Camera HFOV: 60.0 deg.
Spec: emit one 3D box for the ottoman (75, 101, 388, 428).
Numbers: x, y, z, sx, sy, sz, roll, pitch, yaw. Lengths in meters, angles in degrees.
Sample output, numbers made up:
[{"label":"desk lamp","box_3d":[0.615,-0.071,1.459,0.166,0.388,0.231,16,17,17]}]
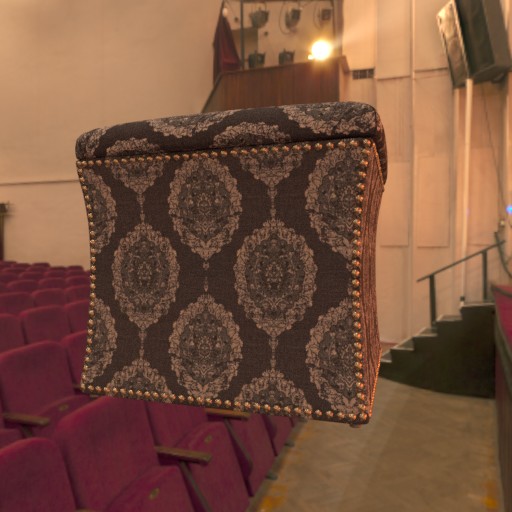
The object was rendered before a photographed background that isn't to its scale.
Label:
[{"label":"ottoman","box_3d":[0.000,0.000,0.890,0.507,0.475,0.497,0,0,18]}]
